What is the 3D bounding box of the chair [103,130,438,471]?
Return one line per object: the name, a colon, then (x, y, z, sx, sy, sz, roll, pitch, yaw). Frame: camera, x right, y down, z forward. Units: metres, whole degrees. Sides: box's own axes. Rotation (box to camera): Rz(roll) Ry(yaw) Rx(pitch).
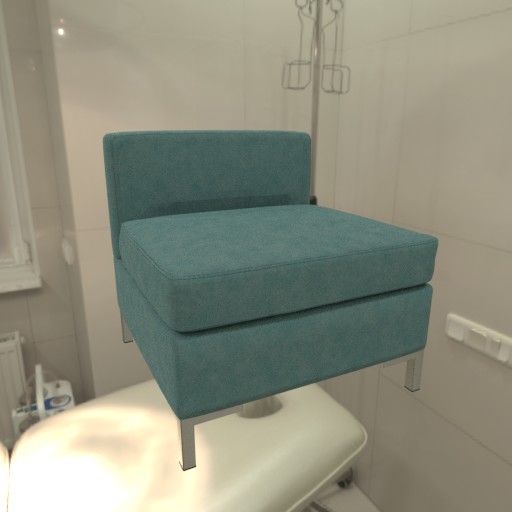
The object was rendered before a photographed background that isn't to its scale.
chair: (0.000, 0.000, 1.214, 0.684, 0.660, 0.685, -8, 18, -25)
